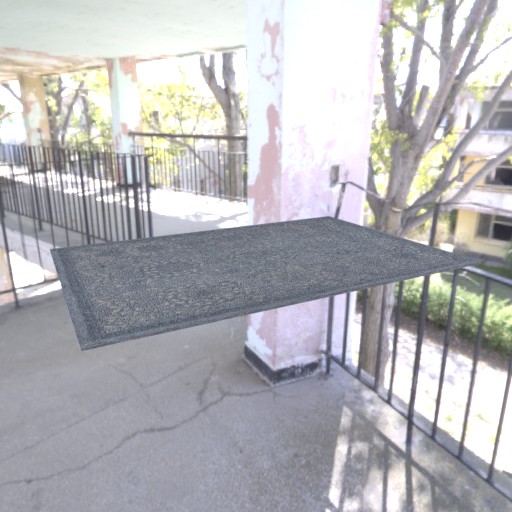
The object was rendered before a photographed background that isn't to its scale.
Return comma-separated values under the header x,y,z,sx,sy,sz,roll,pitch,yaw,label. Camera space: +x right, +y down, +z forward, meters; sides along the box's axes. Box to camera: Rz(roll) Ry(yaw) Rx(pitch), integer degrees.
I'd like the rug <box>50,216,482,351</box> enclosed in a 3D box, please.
x,y,z,sx,sy,sz,roll,pitch,yaw,label
0.000,0.000,2.236,1.819,0.012,1.208,-9,19,-27,rug
